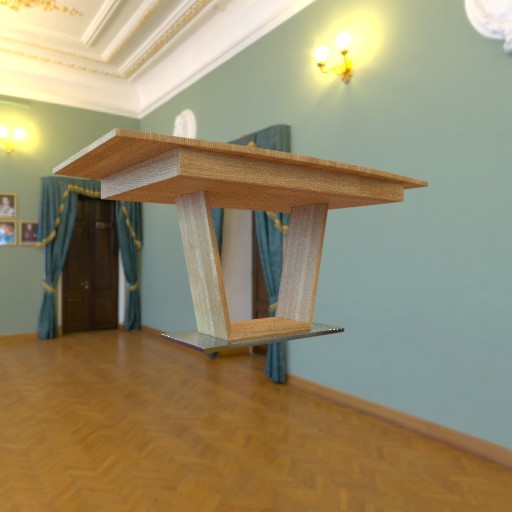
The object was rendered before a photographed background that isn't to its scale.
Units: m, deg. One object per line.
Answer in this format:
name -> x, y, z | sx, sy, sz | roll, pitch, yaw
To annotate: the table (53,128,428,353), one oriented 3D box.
table -> 0.000, 0.000, 2.071 | 1.598, 0.748, 0.900 | 0, 0, -37
